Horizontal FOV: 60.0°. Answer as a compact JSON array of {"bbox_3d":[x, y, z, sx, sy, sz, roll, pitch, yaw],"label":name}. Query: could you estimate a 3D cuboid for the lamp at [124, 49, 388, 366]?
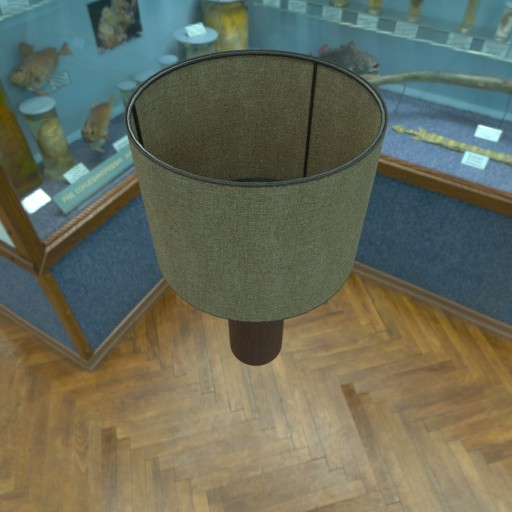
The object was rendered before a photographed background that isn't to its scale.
[{"bbox_3d":[0.000,0.000,0.473,0.202,0.350,0.202,0,47,0],"label":"lamp"}]
